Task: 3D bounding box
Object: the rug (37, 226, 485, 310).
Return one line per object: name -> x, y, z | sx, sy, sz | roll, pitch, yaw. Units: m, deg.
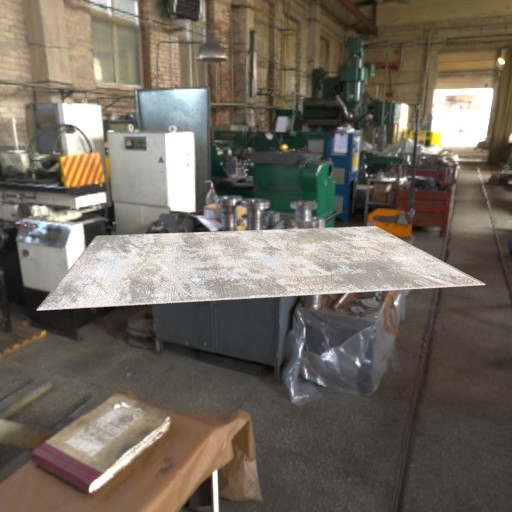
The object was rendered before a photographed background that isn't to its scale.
rug -> 0.000, 0.000, 3.097 | 2.431, 0.012, 1.536 | -2, 17, -8
